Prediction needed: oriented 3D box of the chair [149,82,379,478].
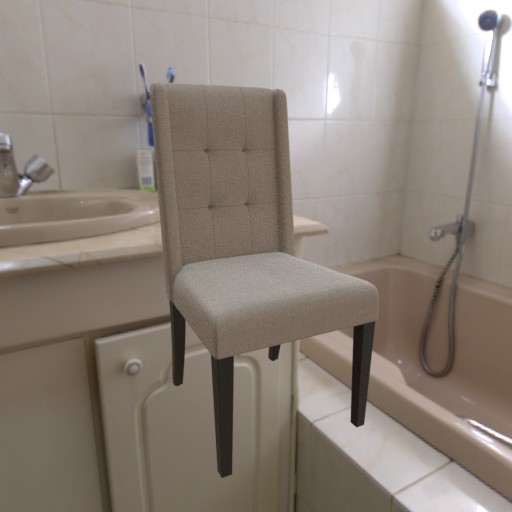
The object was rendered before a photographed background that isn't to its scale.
[{"bbox_3d":[0.000,0.000,1.271,0.474,0.961,0.523,-8,17,-27],"label":"chair"}]
